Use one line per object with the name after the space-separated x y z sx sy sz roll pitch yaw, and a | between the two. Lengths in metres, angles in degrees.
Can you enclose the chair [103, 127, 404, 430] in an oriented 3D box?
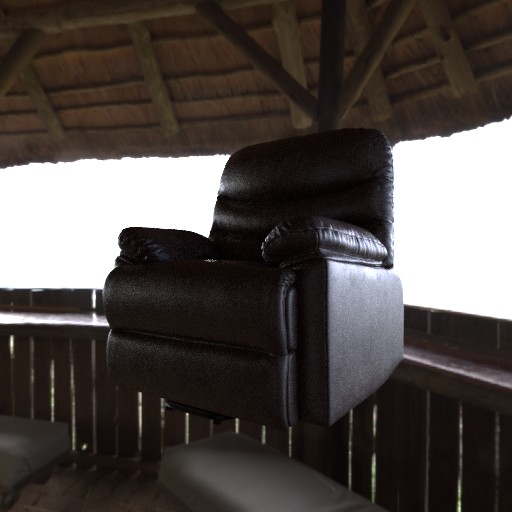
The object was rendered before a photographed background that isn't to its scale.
0.000 0.000 1.713 0.940 1.041 0.879 0 0 36 | chair
